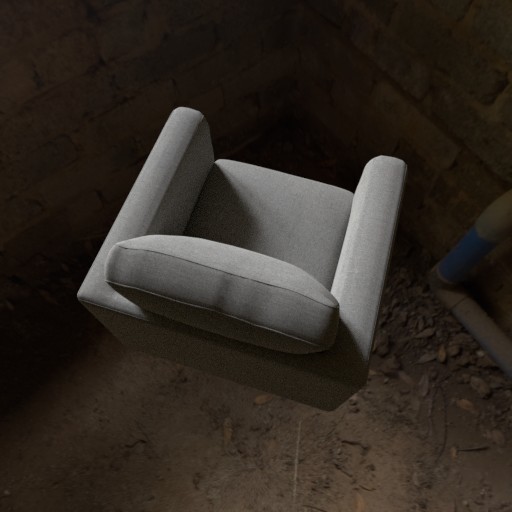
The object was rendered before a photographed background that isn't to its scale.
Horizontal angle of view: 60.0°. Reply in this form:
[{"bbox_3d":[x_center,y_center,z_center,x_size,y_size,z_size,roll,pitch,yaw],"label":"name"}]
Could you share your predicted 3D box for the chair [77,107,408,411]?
[{"bbox_3d":[0.000,0.000,1.580,0.855,0.927,0.800,16,66,7],"label":"chair"}]
